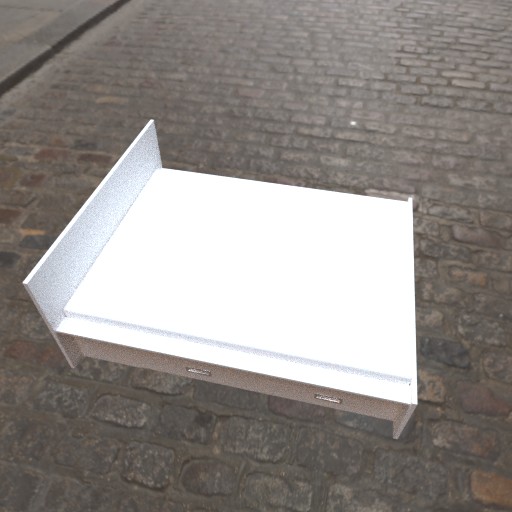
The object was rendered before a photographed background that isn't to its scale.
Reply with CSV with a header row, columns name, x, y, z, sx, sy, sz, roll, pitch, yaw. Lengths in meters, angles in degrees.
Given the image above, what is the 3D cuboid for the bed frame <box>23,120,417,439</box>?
name,x,y,z,sx,sy,sz,roll,pitch,yaw
bed frame,0.000,0.000,2.841,1.960,0.800,1.622,9,47,9
